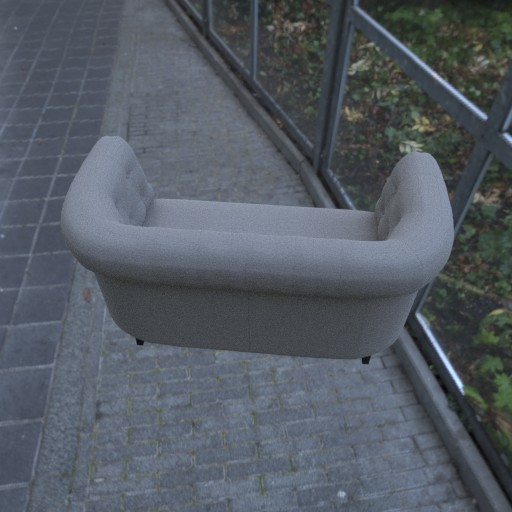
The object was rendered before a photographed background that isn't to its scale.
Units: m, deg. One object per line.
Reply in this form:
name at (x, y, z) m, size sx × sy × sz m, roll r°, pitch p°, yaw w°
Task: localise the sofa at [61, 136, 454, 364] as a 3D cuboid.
sofa at (0.000, 0.000, 2.031) m, size 1.558 × 0.827 × 0.835 m, roll 4°, pitch 46°, yaw 4°
